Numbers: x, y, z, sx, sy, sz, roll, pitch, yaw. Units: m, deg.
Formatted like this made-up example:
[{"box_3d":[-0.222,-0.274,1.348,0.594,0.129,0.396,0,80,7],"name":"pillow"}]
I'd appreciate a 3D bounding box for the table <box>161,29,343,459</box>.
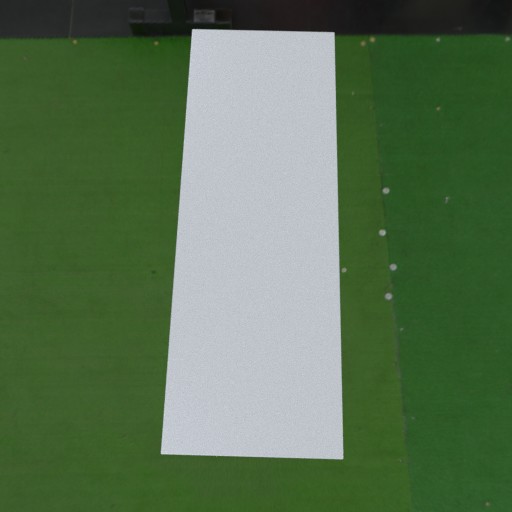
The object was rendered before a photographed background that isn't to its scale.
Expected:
[{"box_3d":[0.000,0.000,1.432,0.397,0.753,1.068,1,76,0],"name":"table"}]
